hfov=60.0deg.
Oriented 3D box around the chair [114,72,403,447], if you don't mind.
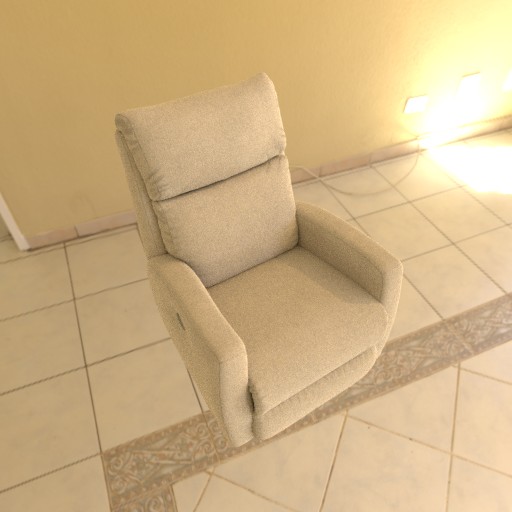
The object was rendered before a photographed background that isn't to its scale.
[{"bbox_3d":[0.000,0.000,1.695,0.794,1.021,0.940,-25,50,-22],"label":"chair"}]
